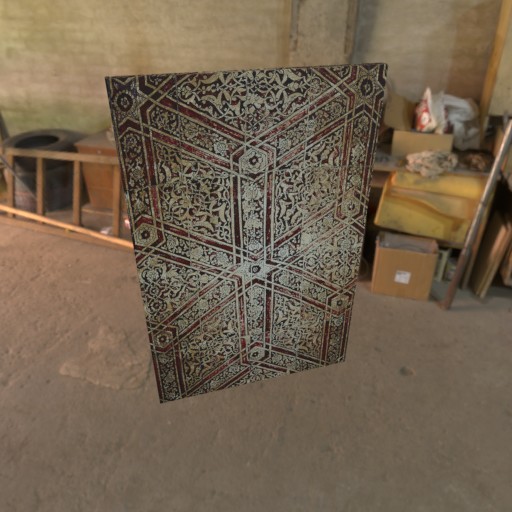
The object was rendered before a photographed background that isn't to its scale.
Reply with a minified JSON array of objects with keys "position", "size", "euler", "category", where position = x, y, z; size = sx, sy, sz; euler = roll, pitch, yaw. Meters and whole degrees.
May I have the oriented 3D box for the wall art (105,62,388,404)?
[{"position":[0.000,0.000,1.153],"size":[0.599,0.904,0.030],"euler":[-9,33,-14],"category":"wall art"}]
